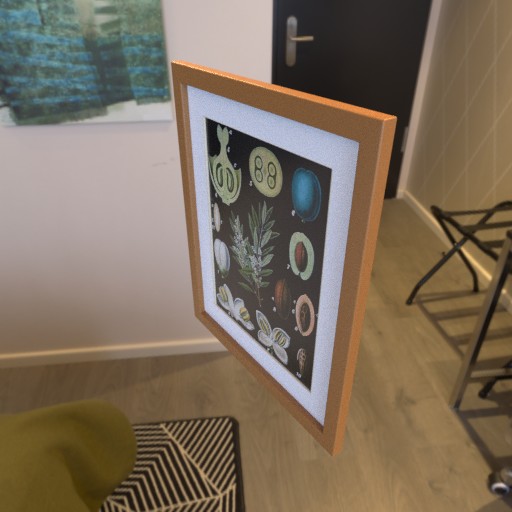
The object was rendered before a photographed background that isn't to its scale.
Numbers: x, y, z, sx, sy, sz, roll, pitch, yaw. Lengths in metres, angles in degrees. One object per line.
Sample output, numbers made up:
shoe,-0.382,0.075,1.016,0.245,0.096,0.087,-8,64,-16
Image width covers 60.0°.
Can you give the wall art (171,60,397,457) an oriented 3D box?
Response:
wall art,0.000,0.000,0.509,0.015,0.379,0.310,-22,38,-30
